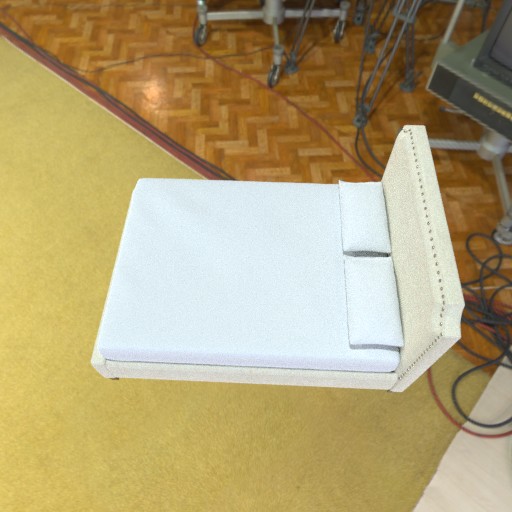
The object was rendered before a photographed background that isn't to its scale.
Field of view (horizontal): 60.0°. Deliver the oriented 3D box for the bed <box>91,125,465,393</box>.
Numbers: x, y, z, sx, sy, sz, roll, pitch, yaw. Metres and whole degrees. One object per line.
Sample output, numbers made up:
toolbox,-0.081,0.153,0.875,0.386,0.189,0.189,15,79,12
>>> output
bed,0.000,0.000,3.460,2.381,1.457,1.713,2,58,1
